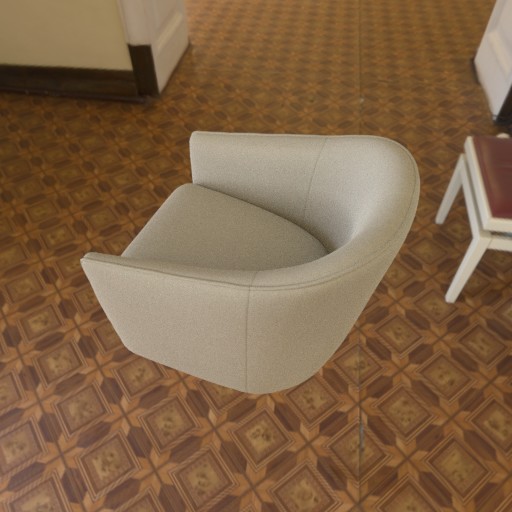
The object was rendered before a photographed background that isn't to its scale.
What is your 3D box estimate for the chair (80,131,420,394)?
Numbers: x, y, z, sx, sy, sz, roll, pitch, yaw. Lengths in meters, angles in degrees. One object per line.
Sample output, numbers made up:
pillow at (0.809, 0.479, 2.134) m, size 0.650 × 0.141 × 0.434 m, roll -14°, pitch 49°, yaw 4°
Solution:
chair at (0.000, 0.000, 1.498) m, size 0.875 × 0.799 × 0.747 m, roll 17°, pitch 50°, yaw 14°
